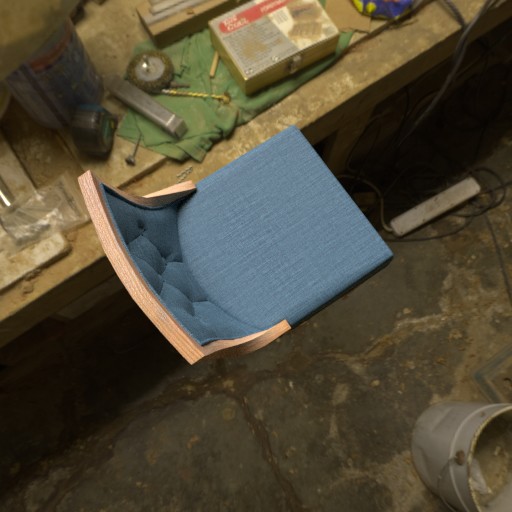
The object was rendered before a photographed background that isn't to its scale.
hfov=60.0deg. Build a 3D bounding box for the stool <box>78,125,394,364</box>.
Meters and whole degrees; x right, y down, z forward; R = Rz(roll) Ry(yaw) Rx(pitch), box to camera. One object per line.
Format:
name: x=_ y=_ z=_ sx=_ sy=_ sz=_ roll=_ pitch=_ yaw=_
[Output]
stool: x=0.000 y=0.000 z=1.407 sx=0.626 sy=1.101 sz=0.524 roll=-33 pitch=78 yaw=-8
